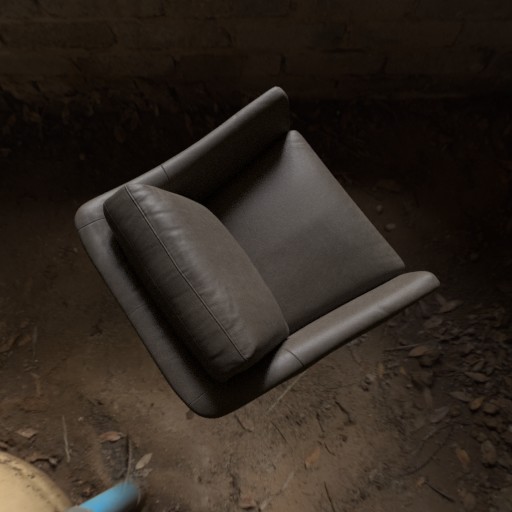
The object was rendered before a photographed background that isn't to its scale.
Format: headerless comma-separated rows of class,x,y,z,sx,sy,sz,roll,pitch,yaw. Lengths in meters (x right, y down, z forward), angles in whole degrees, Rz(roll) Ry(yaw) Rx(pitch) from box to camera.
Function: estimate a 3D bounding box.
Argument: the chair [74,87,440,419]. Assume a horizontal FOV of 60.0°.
chair,0.000,0.000,1.728,0.961,0.901,0.988,-34,78,-8
